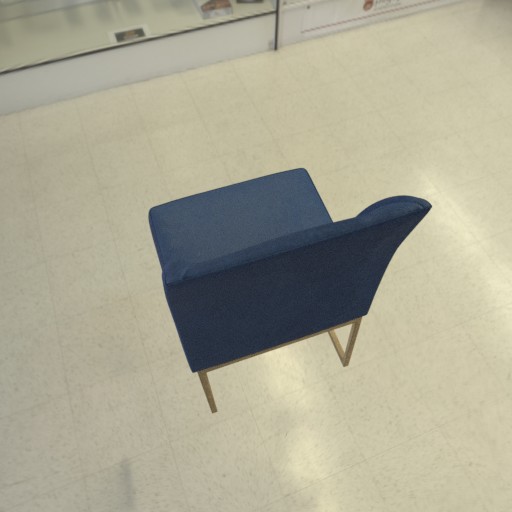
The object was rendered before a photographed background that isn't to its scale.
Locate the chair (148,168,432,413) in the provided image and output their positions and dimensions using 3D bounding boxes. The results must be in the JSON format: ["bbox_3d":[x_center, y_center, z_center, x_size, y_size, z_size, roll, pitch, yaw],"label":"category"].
[{"bbox_3d":[0.000,0.000,1.199,0.508,0.863,0.522,-17,61,-10],"label":"chair"}]
